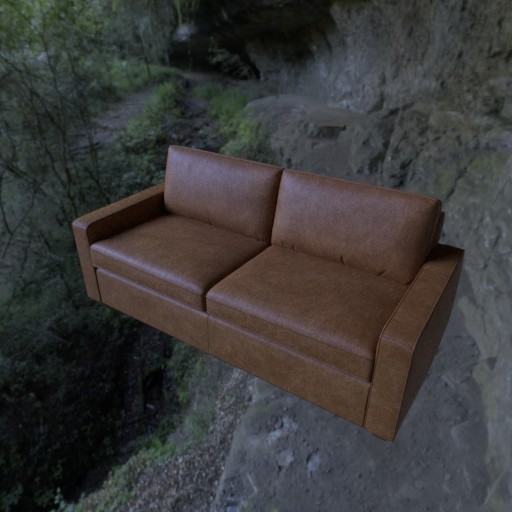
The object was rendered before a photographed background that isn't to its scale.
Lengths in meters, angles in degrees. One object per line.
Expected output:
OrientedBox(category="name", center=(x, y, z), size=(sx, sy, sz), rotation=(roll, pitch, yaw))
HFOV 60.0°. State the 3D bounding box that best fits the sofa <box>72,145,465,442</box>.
OrientedBox(category="sofa", center=(0.000, 0.000, 2.627), size=(2.156, 0.928, 0.991), rotation=(18, 34, 28))
